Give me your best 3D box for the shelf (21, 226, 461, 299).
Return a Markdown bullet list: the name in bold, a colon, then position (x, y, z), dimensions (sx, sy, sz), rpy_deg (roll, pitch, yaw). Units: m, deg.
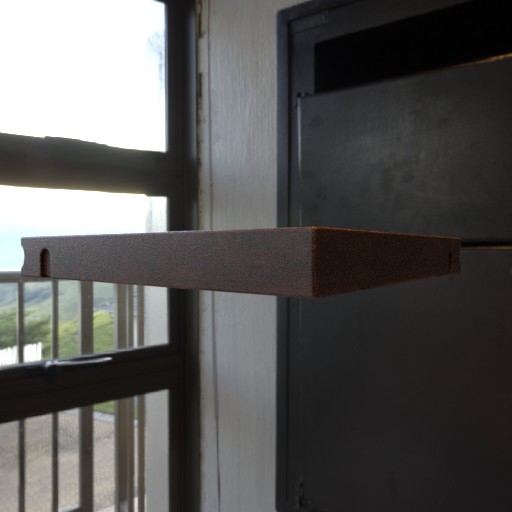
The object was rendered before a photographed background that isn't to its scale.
- **shelf**: position (0.000, 0.000, 0.420), dimensions (0.296, 0.035, 0.296), rpy_deg (1, 1, 37)
